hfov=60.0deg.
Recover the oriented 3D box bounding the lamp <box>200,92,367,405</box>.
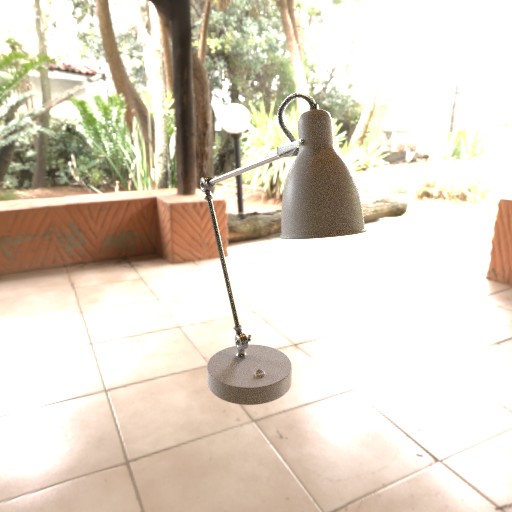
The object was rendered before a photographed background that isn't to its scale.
[{"bbox_3d":[0.000,0.000,0.875,0.187,0.587,0.561,-8,18,-26],"label":"lamp"}]
